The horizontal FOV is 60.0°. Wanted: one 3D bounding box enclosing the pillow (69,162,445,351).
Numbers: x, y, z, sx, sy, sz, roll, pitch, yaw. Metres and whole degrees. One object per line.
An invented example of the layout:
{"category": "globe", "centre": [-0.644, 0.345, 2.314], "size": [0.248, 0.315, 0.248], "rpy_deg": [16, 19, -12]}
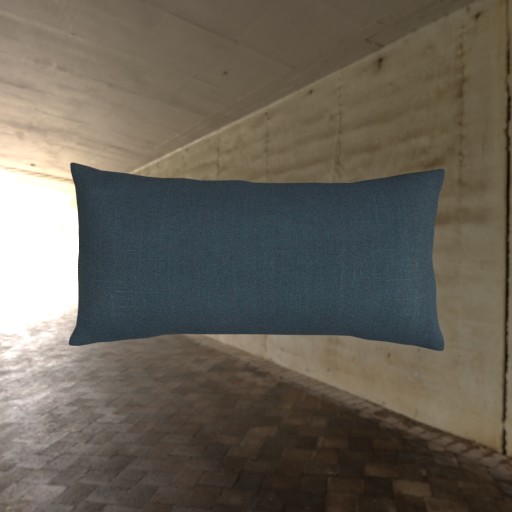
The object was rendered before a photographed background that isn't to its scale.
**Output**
{"category": "pillow", "centre": [0.000, 0.000, 0.721], "size": [0.609, 0.305, 0.151], "rpy_deg": [0, 1, 1]}
